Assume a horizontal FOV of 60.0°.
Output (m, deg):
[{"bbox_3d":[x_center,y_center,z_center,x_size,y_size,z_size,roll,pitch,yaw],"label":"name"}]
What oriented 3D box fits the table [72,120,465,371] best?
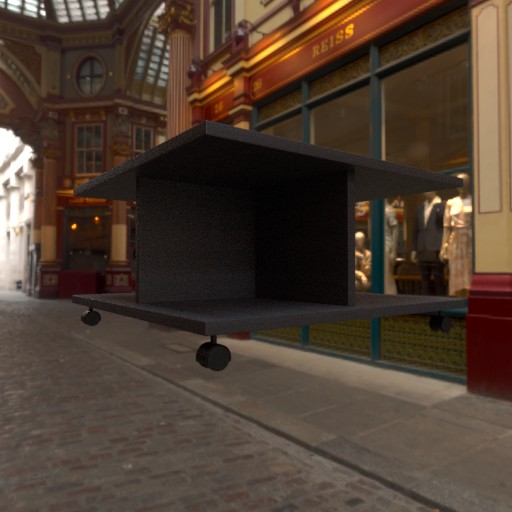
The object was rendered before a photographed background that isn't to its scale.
[{"bbox_3d":[0.000,0.000,1.211,0.762,0.396,0.762,1,-2,-37],"label":"table"}]
